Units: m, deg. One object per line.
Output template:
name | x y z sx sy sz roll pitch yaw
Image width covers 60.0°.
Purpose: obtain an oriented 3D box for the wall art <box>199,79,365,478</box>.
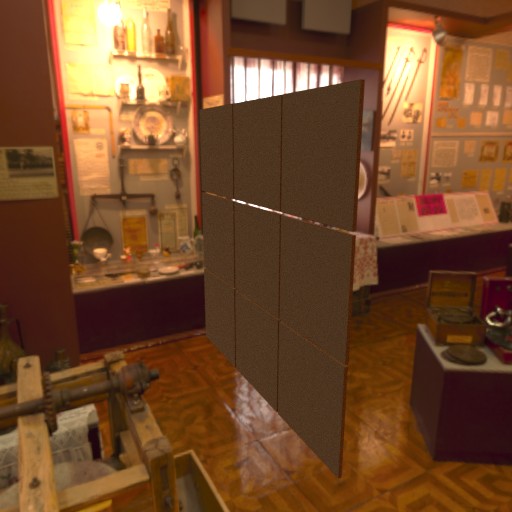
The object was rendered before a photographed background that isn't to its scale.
wall art | 0.000 0.000 1.371 0.010 0.917 0.919 -7 16 -26
